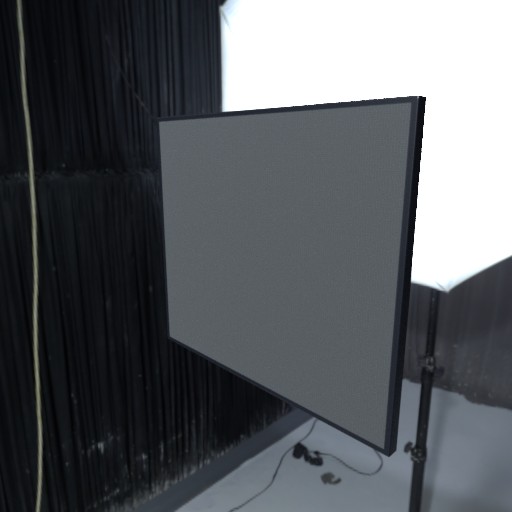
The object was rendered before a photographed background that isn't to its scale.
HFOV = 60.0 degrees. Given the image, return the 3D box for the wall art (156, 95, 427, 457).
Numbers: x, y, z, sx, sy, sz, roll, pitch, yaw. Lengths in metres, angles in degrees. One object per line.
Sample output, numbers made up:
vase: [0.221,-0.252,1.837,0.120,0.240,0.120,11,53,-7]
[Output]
wall art: [0.000,0.000,0.715,0.018,0.450,0.521,-13,19,-43]
